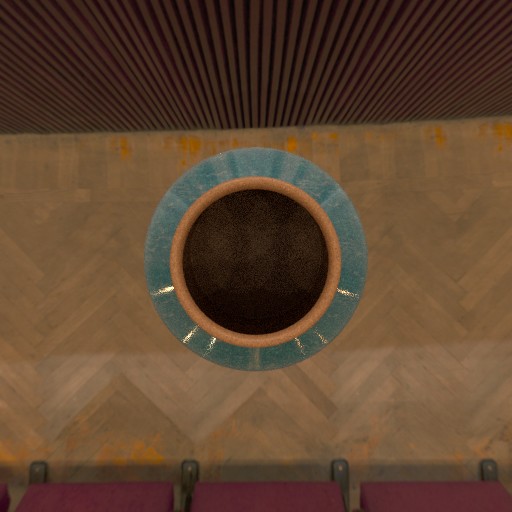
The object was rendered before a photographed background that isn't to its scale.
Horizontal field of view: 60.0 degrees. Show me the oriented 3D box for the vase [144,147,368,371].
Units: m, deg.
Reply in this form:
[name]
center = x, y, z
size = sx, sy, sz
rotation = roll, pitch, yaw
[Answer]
[vase]
center = 0.000, 0.000, 0.364
size = 0.163, 0.267, 0.163
rotation = 0, 92, 0
